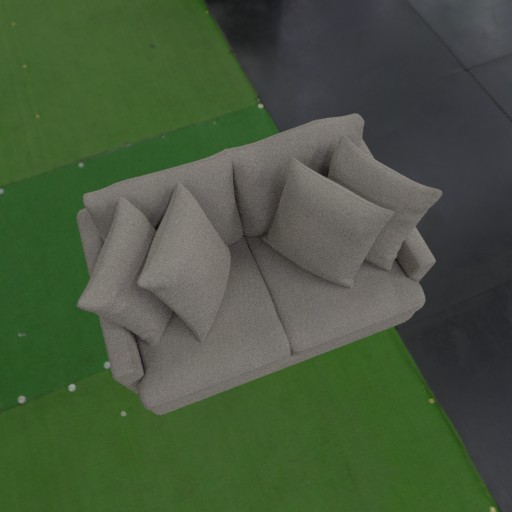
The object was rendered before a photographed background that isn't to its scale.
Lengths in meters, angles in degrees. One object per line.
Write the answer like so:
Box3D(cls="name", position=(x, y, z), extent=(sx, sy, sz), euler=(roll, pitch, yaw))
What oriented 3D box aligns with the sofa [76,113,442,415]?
Box3D(cls="sofa", position=(0.000, 0.000, 2.639), extent=(1.869, 1.080, 1.228), euler=(-19, 66, -9))
